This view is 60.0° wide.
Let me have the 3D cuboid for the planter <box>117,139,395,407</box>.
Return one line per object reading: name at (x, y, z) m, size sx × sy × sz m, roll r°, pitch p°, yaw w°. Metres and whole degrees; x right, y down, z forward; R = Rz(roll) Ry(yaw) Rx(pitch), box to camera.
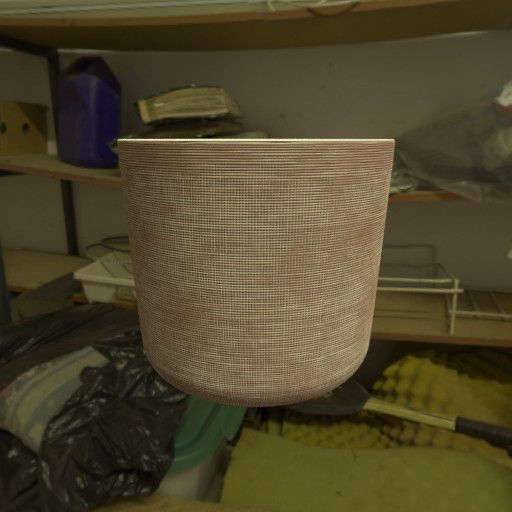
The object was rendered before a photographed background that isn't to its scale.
planter at (0.000, 0.000, 0.783) m, size 0.440 × 0.398 × 0.440 m, roll 0°, pitch 15°, yaw 0°
